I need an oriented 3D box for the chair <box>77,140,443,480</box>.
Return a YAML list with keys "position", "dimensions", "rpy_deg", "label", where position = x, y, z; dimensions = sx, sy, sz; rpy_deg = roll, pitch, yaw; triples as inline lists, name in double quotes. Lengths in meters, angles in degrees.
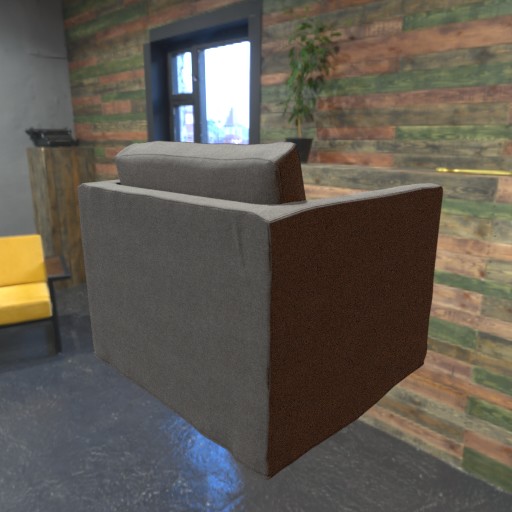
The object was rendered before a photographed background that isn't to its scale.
- position: [0.000, 0.000, 1.712]
  dimensions: [0.949, 0.863, 1.057]
  rpy_deg: [-14, 20, -43]
  label: "chair"
